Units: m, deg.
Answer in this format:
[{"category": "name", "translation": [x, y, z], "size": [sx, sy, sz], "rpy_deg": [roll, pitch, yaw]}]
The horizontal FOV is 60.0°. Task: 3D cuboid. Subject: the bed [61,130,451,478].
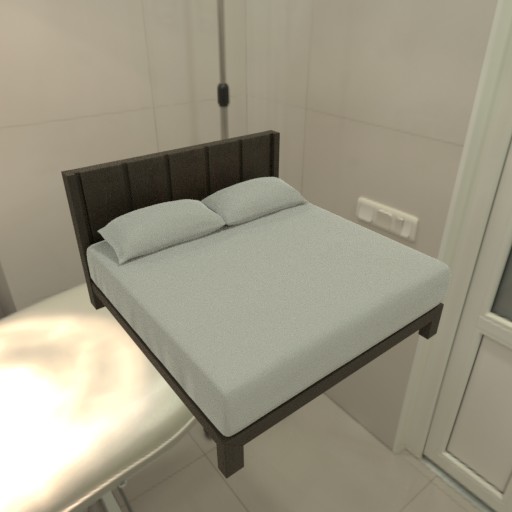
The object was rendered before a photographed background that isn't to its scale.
[{"category": "bed", "translation": [0.000, 0.000, 3.582], "size": [2.143, 1.261, 2.238], "rpy_deg": [-21, 36, -32]}]
